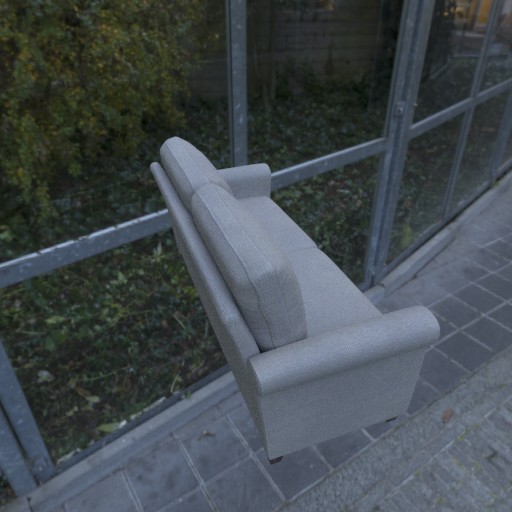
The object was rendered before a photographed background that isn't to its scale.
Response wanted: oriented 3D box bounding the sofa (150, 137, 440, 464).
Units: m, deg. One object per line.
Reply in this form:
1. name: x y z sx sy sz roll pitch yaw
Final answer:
1. sofa: 0.000 0.000 2.444 0.842 0.942 1.935 -11 33 -17
